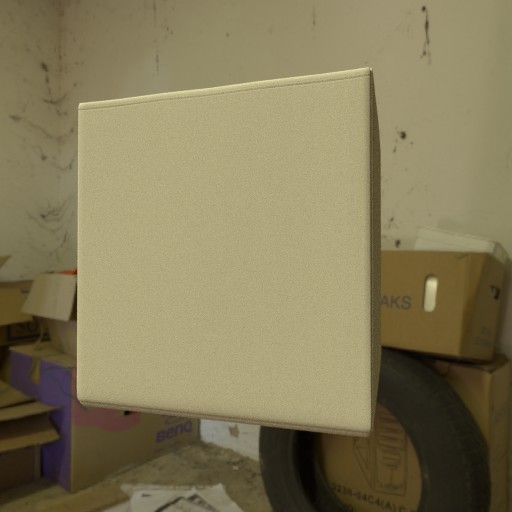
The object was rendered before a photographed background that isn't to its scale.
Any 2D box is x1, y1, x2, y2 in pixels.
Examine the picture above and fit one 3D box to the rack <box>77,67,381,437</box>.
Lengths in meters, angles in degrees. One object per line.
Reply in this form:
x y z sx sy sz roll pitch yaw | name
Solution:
0.000 0.000 0.497 0.270 0.280 0.270 0 -1 17 | rack
